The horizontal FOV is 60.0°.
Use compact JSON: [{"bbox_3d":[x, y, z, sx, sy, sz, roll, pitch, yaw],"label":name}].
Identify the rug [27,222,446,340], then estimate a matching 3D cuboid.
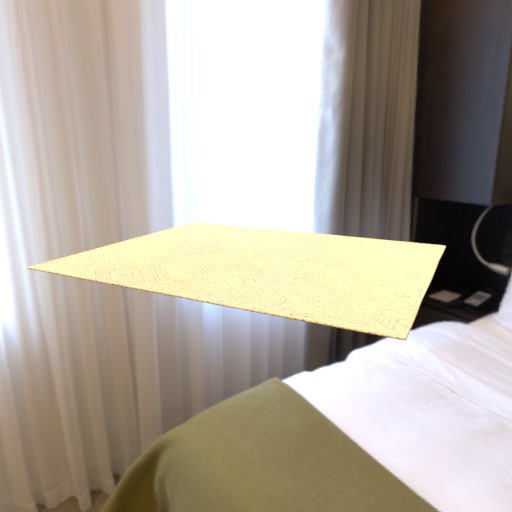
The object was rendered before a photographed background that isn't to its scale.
[{"bbox_3d":[0.000,0.000,4.086,3.049,0.015,2.457,7,16,26],"label":"rug"}]
